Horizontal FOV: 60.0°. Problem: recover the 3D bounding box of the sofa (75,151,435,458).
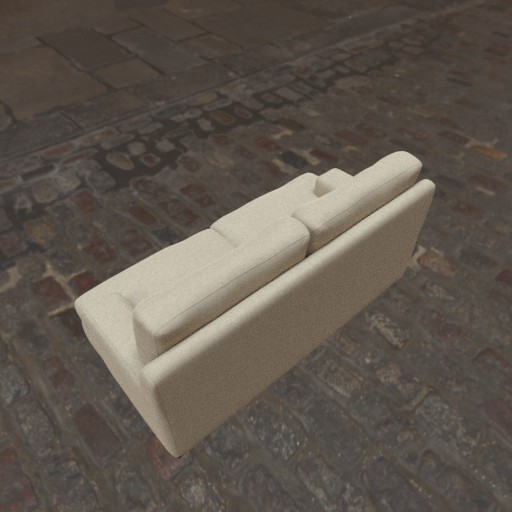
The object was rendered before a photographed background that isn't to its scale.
[{"bbox_3d":[0.000,0.000,2.504,1.885,0.967,0.962,-32,53,-28],"label":"sofa"}]
